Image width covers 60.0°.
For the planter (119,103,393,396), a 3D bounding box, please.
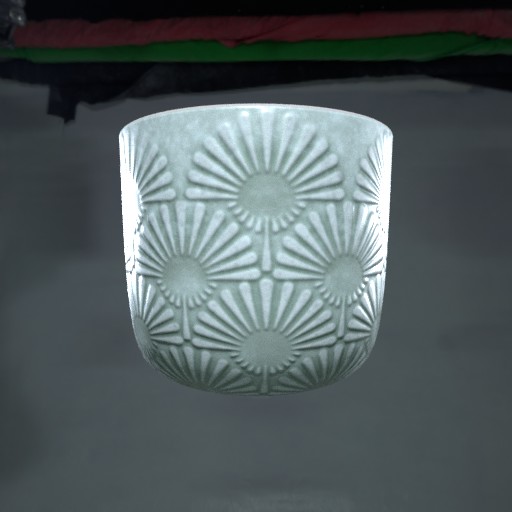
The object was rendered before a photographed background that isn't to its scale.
[{"bbox_3d":[0.000,0.000,0.212,0.124,0.109,0.124,0,3,0],"label":"planter"}]
